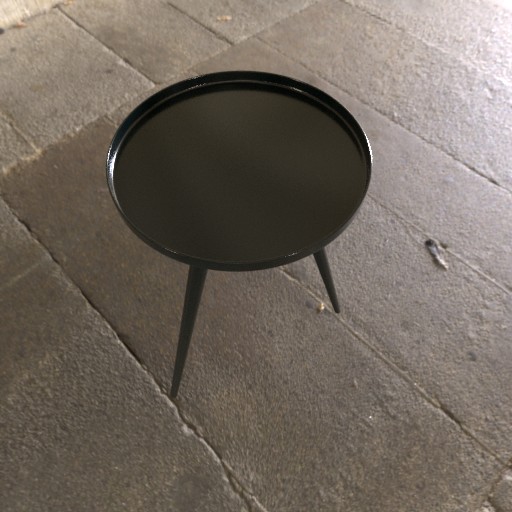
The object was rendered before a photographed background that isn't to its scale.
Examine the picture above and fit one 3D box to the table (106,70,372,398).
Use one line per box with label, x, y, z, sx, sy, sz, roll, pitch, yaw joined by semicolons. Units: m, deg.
table;0.000;0.000;0.851;0.415;0.548;0.403;1;57;1
